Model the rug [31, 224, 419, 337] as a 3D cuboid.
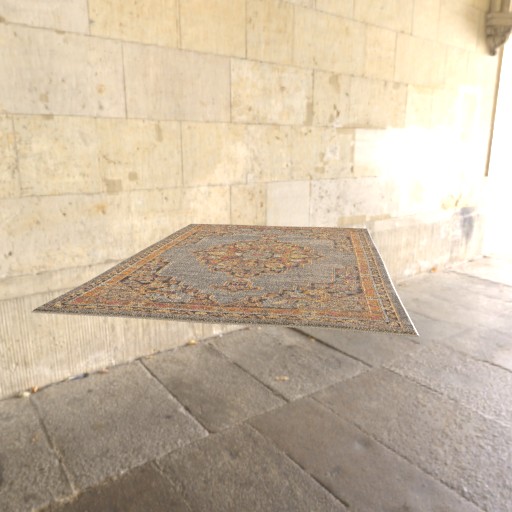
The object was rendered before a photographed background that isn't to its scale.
[{"bbox_3d":[0.000,0.000,3.866,2.158,0.024,3.063,2,14,9],"label":"rug"}]
